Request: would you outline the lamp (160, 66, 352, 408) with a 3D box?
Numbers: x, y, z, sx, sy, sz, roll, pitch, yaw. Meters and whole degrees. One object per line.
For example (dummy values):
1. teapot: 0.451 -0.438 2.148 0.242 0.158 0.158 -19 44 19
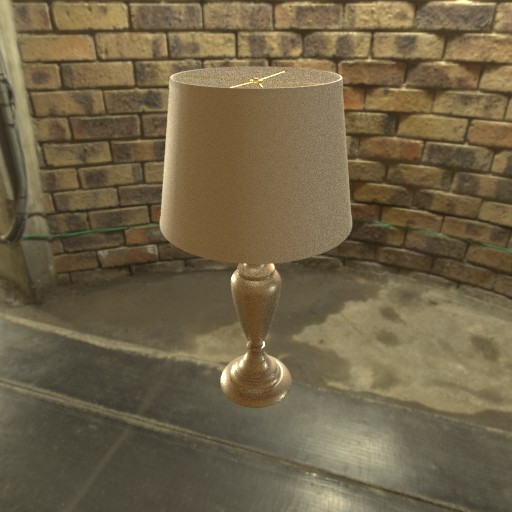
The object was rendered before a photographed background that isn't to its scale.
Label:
1. lamp: 0.000 0.000 0.807 0.328 0.612 0.328 0 29 0
